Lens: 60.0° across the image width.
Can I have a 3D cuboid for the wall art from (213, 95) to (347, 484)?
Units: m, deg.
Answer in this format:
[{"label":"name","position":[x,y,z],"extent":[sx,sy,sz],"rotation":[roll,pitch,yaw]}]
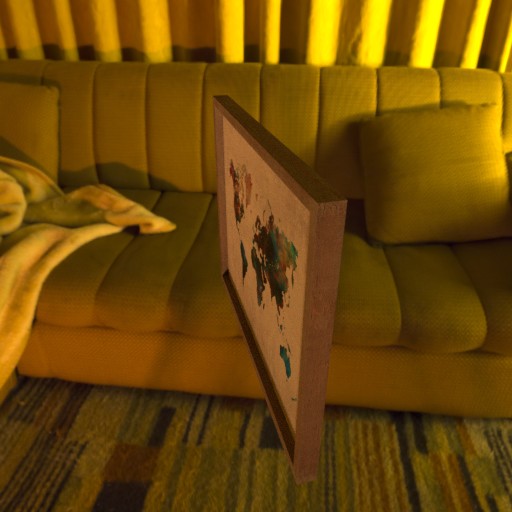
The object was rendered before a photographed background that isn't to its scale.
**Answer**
[{"label":"wall art","position":[0.000,0.000,1.781],"extent":[0.070,1.009,1.320],"rotation":[-8,31,-13]}]
